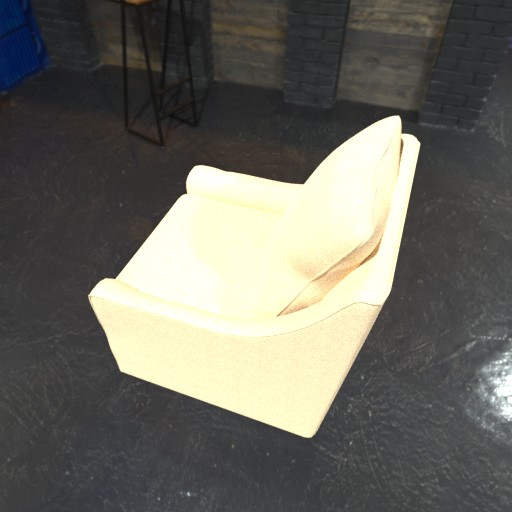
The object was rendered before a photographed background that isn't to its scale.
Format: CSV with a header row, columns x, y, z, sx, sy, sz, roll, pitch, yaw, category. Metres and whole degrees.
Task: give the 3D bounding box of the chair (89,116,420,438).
x,y,z,sx,sy,sz,roll,pitch,yaw,category
0.000,0.000,1.557,0.876,0.927,0.760,15,47,14,chair
